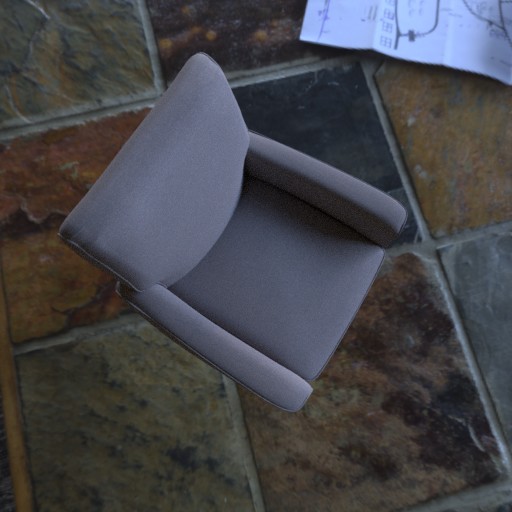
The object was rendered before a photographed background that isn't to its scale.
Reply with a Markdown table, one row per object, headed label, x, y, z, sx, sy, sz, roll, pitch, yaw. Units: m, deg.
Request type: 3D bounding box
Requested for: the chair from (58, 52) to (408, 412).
| label | x | y | z | sx | sy | sz | roll | pitch | yaw |
| --- | --- | --- | --- | --- | --- | --- | --- | --- | --- |
| chair | 0.000 | 0.000 | 1.639 | 0.859 | 1.023 | 0.845 | 31 | 77 | 8 |
